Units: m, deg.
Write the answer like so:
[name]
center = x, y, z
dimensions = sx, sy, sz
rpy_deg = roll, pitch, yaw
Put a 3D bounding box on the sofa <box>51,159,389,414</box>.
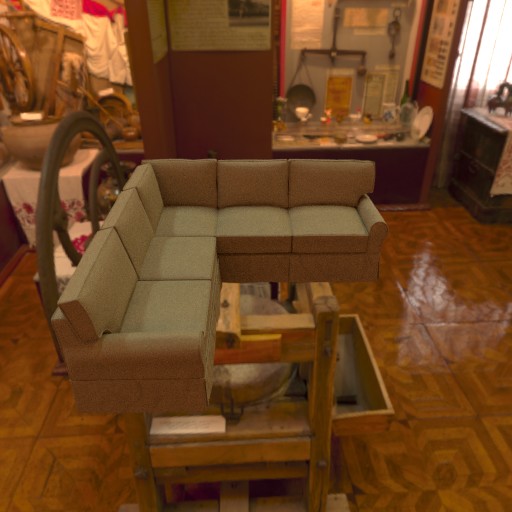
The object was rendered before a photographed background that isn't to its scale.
[sofa]
center = 0.000, 0.000, 4.015
dimensions = 2.623, 1.081, 2.618
rpy_deg = -1, 31, -1
